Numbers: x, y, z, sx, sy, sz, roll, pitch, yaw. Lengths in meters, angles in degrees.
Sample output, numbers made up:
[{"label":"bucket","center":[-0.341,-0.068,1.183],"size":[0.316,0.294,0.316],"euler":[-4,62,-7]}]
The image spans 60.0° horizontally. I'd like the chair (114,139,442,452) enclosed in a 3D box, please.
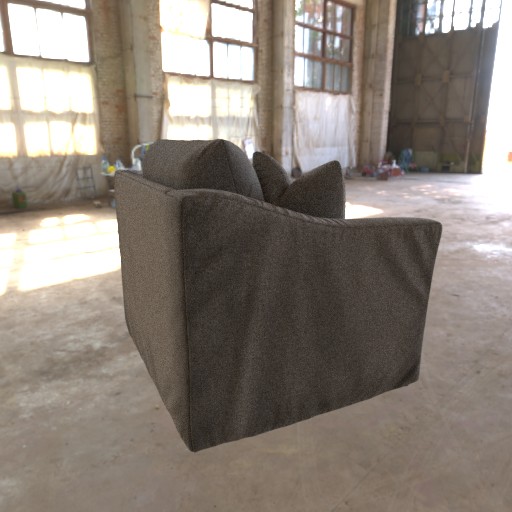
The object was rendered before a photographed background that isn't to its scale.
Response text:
[{"label":"chair","center":[0.000,0.000,2.060],"size":[1.071,1.059,1.194],"euler":[-7,17,-25]}]
